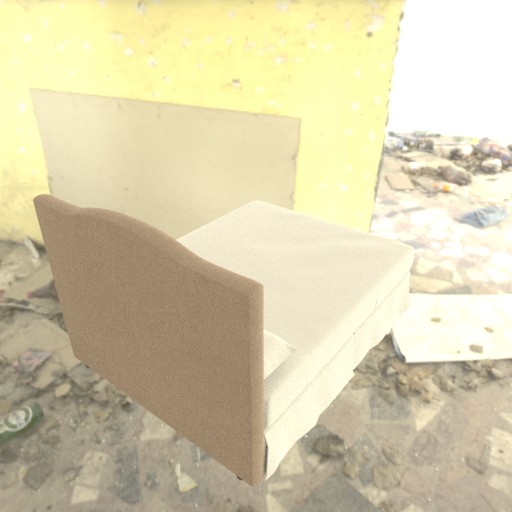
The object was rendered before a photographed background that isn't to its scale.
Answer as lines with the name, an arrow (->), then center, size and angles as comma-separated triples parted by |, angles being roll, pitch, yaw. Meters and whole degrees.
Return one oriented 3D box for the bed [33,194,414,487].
bed -> 0.000, 0.000, 3.347 | 1.821, 1.436, 2.282 | 21, 36, 32
